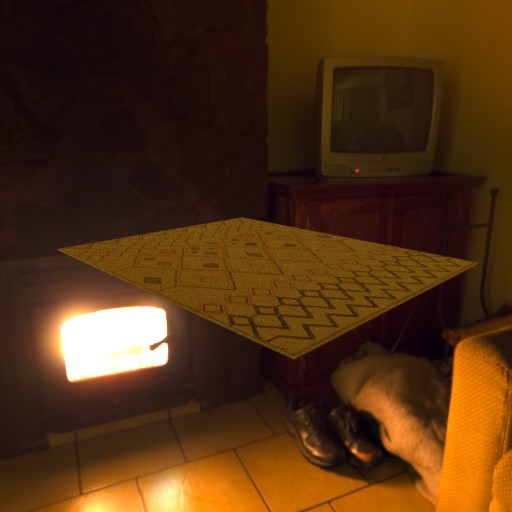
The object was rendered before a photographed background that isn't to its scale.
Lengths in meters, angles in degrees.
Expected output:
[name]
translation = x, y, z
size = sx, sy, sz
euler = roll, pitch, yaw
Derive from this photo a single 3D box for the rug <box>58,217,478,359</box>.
[rug]
translation = 0.000, 0.000, 4.088
size = 2.441, 0.016, 3.050
euler = -14, 21, -42
